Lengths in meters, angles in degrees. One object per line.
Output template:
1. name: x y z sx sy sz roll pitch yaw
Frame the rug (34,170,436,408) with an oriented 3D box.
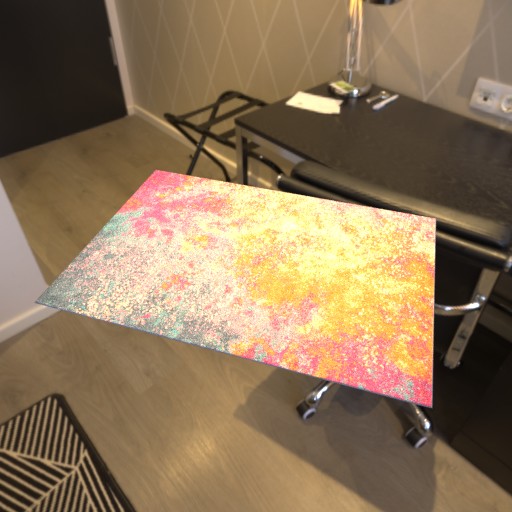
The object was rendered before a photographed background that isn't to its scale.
1. rug: 0.000 0.000 3.740 2.896 0.013 2.007 12 43 13
